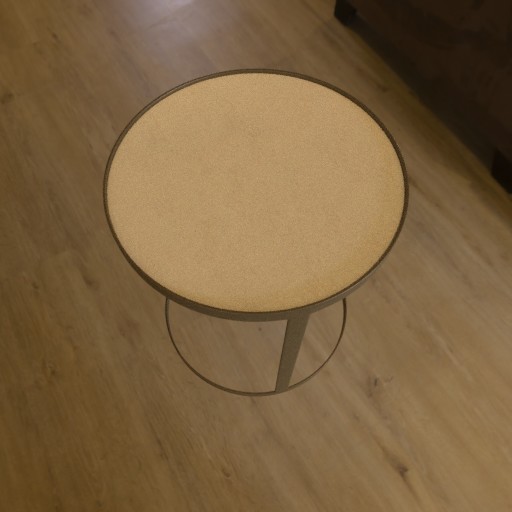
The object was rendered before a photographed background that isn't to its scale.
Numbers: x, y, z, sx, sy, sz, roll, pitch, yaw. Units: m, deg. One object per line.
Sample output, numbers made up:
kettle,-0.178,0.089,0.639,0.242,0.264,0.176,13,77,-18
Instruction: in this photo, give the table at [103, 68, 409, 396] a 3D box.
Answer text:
table,0.000,0.000,0.951,0.480,0.565,0.480,0,62,0
